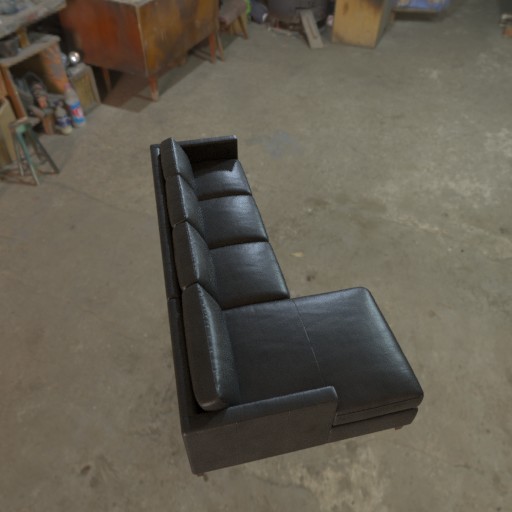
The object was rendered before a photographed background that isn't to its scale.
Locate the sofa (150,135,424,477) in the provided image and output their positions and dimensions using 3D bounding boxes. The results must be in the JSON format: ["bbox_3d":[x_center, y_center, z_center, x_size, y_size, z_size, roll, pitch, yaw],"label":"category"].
[{"bbox_3d":[0.000,0.000,3.907,1.581,0.883,3.203,-9,45,-9],"label":"sofa"}]
